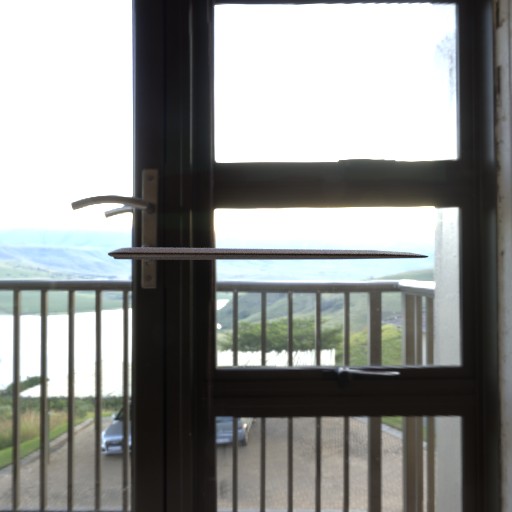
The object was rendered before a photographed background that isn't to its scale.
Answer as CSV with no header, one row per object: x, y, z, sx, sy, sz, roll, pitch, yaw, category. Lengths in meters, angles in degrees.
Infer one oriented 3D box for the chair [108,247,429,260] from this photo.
0.000,0.000,1.972,1.219,0.024,1.372,0,-1,-17,chair
